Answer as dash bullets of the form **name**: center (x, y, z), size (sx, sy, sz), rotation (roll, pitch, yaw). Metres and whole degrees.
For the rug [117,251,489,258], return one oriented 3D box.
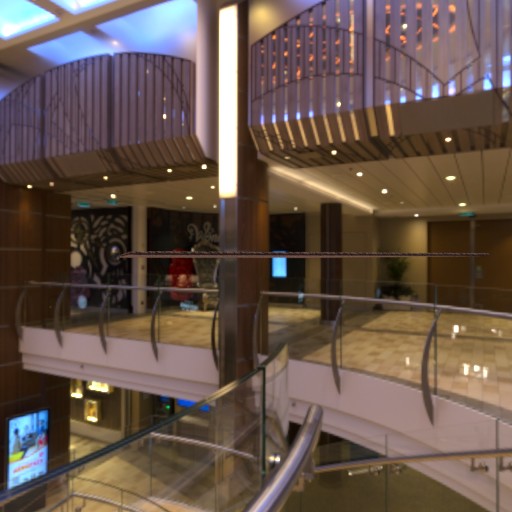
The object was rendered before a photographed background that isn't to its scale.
- **rug**: center (0.000, 0.000, 4.126), size (2.411, 0.020, 3.032), rotation (0, 0, -19)
